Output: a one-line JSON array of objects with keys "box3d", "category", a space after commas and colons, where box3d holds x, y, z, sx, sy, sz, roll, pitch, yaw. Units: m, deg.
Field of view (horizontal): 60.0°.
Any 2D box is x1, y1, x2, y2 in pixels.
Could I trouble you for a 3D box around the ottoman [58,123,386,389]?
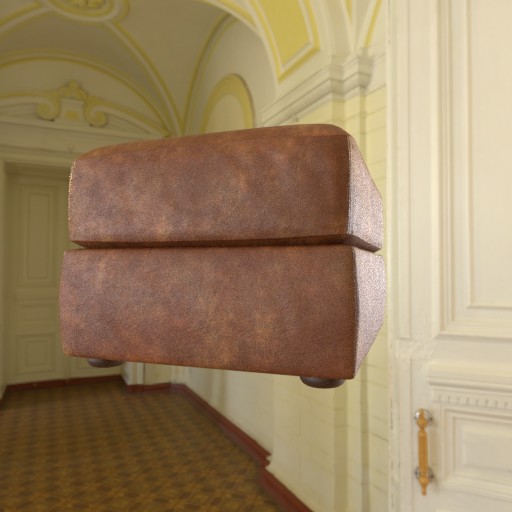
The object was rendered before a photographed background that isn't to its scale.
[{"box3d": [0.000, 0.000, 1.137, 0.603, 0.476, 0.751, 0, -1, 20], "category": "ottoman"}]
